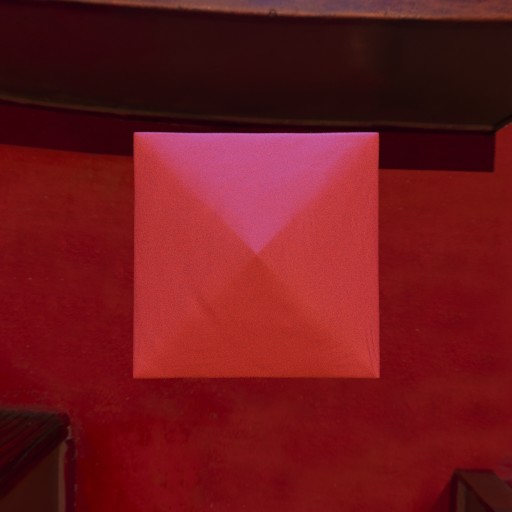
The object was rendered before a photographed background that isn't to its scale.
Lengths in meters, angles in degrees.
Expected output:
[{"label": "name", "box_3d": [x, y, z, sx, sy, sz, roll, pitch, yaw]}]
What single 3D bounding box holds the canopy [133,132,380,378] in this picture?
[{"label": "canopy", "box_3d": [0.000, 0.000, 6.482, 3.599, 3.600, 3.600, 0, 89, 0]}]
